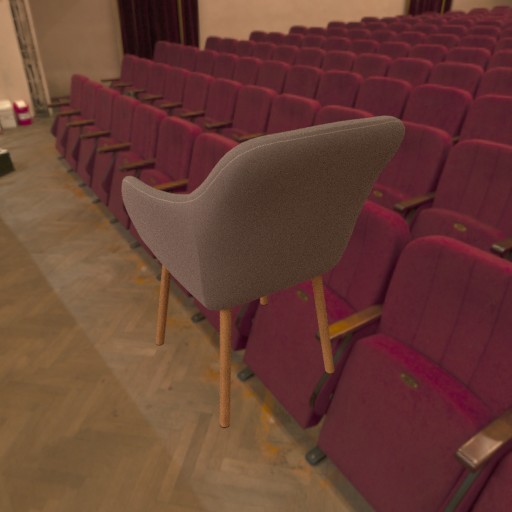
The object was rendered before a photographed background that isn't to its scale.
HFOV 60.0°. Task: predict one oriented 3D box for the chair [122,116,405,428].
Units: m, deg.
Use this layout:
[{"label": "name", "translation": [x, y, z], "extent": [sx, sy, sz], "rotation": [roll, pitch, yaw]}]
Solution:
[{"label": "chair", "translation": [0.000, 0.000, 1.223], "extent": [0.570, 0.830, 0.590], "rotation": [-18, 34, -28]}]
